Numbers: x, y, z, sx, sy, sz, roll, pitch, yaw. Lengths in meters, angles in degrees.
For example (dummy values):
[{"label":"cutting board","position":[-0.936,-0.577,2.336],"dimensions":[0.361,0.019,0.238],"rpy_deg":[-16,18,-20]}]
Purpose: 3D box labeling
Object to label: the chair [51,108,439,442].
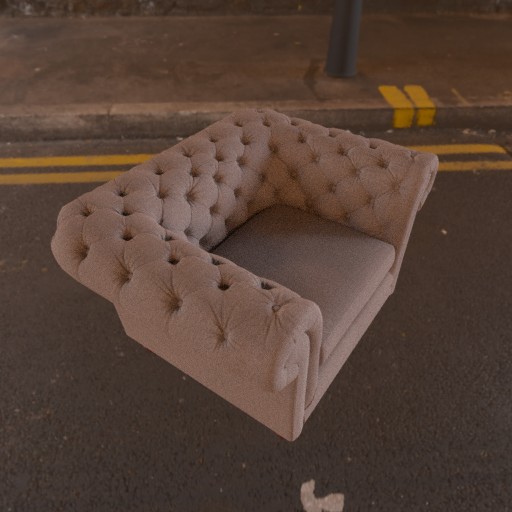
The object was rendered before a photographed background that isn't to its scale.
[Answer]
[{"label":"chair","position":[0.000,0.000,1.833],"dimensions":[0.976,0.770,1.270],"rpy_deg":[25,46,26]}]
